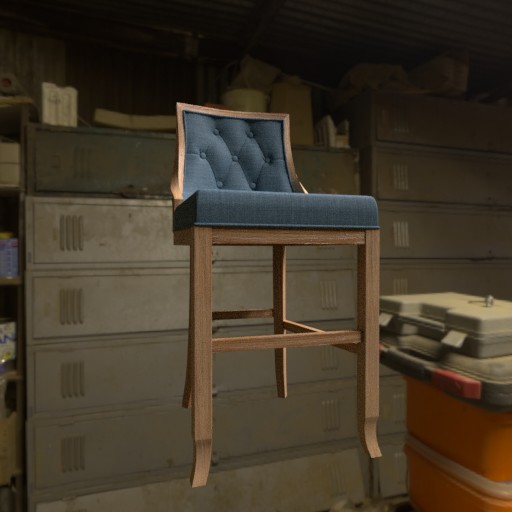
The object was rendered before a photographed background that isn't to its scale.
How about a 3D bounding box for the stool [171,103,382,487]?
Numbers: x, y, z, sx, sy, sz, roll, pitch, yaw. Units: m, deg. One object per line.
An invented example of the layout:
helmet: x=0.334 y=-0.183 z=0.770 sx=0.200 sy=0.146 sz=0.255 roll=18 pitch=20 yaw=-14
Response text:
stool: x=0.000 y=0.000 z=1.427 sx=0.524 sy=1.101 sz=0.626 roll=0 pitch=1 yaw=-18
